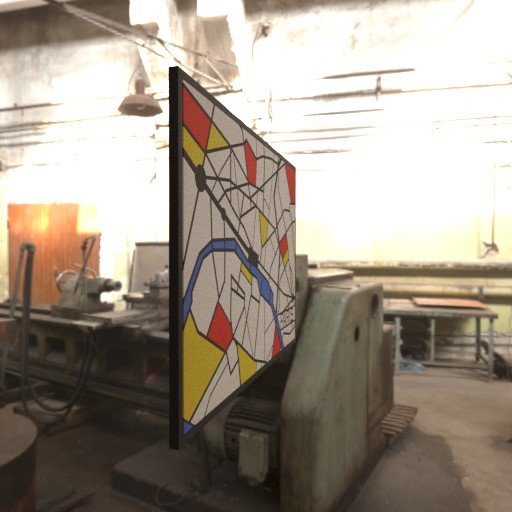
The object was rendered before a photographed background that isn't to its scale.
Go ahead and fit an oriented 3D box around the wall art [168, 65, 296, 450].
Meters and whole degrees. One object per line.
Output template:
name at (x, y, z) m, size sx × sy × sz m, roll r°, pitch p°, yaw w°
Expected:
wall art at (0.000, 0.000, 0.847) m, size 0.013 × 0.458 × 0.664 m, roll 0°, pitch 1°, yaw 17°
